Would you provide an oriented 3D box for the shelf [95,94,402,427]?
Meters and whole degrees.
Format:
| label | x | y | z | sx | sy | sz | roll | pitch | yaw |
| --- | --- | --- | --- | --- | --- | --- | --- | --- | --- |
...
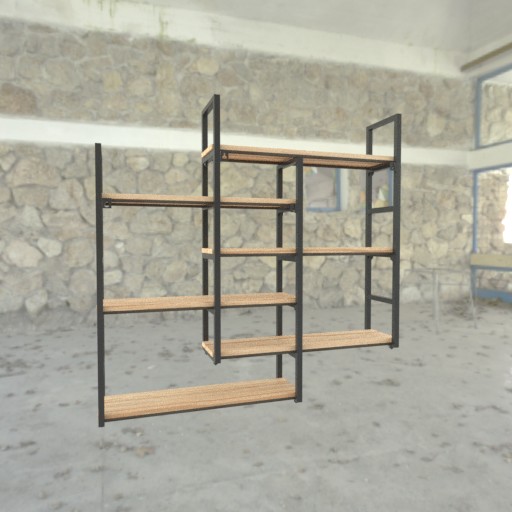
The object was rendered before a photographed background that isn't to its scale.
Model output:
| label | x | y | z | sx | sy | sz | roll | pitch | yaw |
| --- | --- | --- | --- | --- | --- | --- | --- | --- | --- |
| shelf | 0.000 | 0.000 | 1.397 | 0.946 | 0.921 | 0.183 | -1 | 2 | -18 |
